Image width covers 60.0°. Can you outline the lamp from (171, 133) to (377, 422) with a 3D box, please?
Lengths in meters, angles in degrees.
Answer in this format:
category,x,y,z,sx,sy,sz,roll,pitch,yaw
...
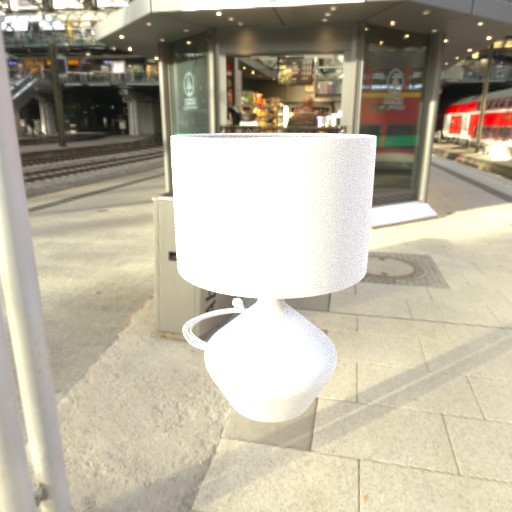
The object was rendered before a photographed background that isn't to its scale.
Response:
category,x,y,z,sx,sy,sz,roll,pitch,yaw
lamp,0.000,0.000,0.857,0.401,0.457,0.546,3,17,10
